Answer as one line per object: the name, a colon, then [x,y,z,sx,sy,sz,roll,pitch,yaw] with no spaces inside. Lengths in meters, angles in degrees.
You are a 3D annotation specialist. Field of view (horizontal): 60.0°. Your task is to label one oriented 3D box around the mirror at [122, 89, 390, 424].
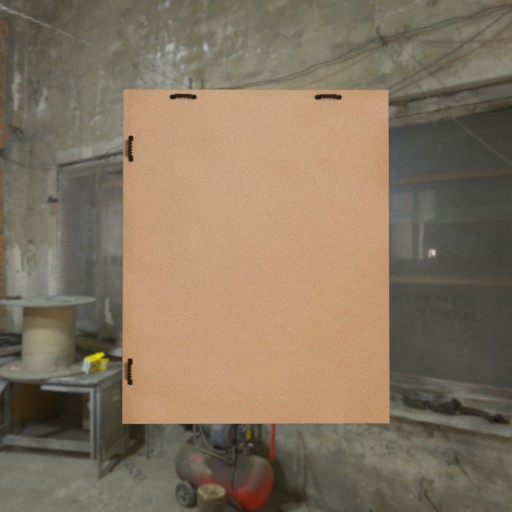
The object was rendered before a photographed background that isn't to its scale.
mirror: [0.000,0.000,0.690,0.406,0.509,0.041,0,-1,0]
